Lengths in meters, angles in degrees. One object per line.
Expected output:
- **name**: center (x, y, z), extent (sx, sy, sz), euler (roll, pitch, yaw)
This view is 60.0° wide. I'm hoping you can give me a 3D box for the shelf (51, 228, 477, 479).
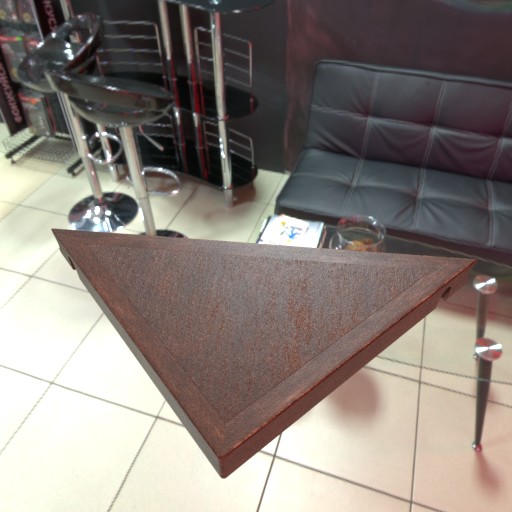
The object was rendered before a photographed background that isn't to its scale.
- **shelf**: center (0.000, 0.000, 0.445), extent (0.296, 0.035, 0.296), euler (-29, 51, -27)
